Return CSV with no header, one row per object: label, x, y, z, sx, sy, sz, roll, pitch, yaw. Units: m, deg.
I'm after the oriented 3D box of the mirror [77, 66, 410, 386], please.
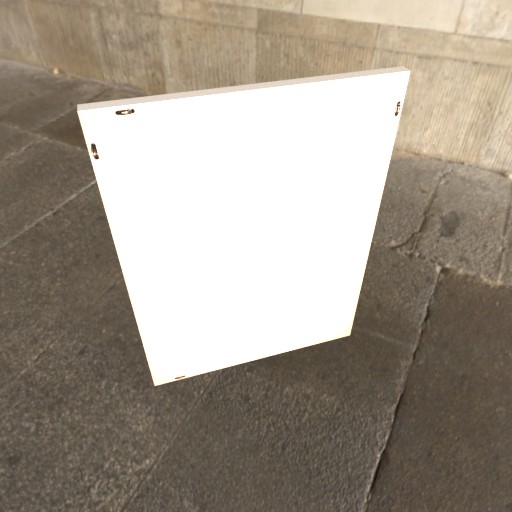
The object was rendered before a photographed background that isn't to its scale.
mirror,0.000,0.000,1.327,0.762,1.016,0.040,-12,44,-13
